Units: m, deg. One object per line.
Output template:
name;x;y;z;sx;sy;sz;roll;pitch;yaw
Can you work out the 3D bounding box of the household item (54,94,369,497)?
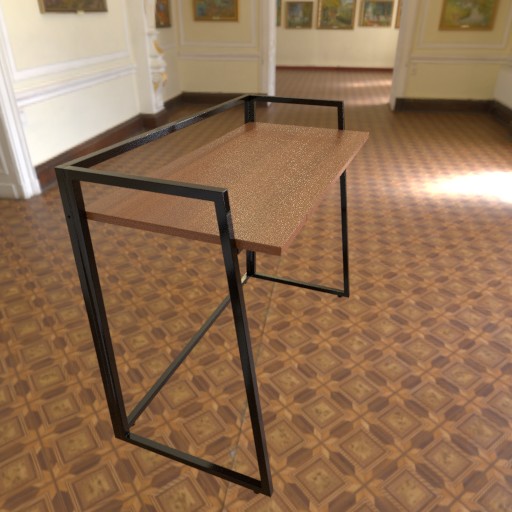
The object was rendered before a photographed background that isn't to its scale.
household item;0.000;0.000;1.494;0.510;0.860;1.050;11;31;19
